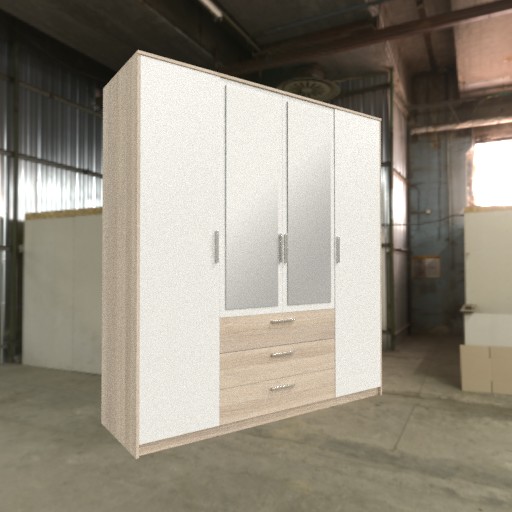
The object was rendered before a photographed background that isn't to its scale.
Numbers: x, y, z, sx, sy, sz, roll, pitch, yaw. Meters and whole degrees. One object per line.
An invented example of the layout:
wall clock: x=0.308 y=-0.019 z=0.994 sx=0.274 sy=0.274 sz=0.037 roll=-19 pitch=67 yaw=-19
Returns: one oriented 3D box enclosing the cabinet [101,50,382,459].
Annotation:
cabinet: x=0.000 y=0.000 z=3.003 sx=1.870 sy=2.060 sz=0.620 roll=1 pitch=-1 yaw=-35
